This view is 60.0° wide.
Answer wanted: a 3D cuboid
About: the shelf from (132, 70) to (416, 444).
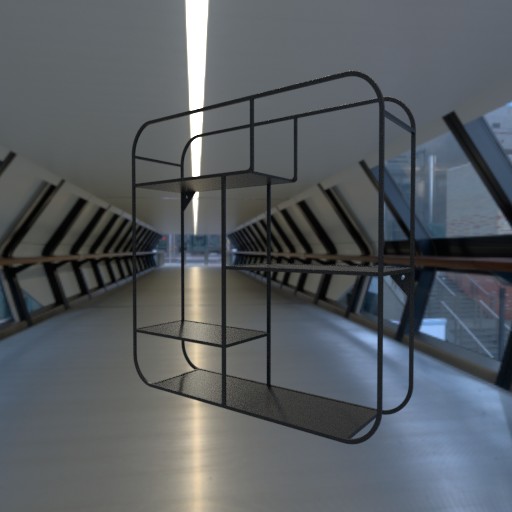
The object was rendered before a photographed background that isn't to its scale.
[{"bbox_3d":[0.000,0.000,0.921,0.600,0.600,0.160,1,2,37],"label":"shelf"}]
